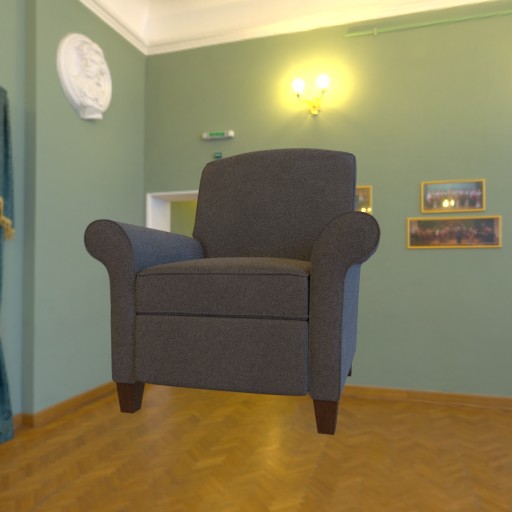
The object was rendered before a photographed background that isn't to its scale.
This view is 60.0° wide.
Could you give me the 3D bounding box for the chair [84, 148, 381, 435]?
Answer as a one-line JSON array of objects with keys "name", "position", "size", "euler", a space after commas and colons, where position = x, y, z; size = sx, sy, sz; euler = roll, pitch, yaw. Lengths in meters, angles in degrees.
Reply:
[{"name": "chair", "position": [0.000, 0.000, 1.793], "size": [0.978, 1.061, 0.905], "euler": [0, -1, 16]}]
